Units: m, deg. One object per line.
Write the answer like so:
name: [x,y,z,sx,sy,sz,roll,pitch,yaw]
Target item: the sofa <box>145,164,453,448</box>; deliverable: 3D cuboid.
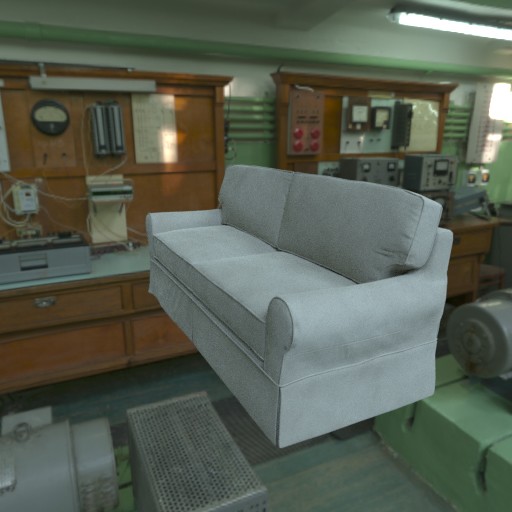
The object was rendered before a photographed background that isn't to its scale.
sofa: [0.000,0.000,2.739,0.900,1.014,2.246,-8,17,-26]
